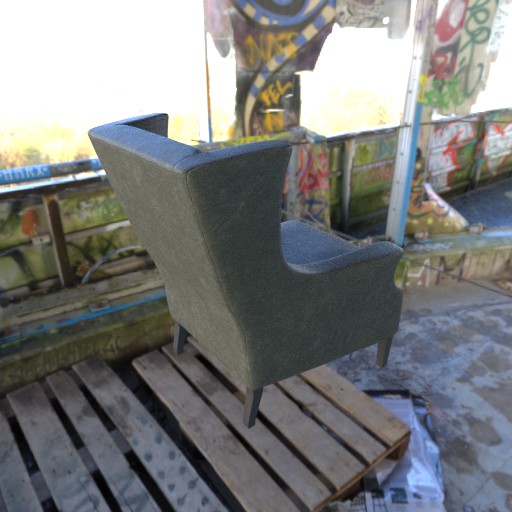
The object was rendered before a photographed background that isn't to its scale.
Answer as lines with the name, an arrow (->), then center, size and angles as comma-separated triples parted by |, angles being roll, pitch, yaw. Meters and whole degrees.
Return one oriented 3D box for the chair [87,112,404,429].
chair -> 0.000, 0.000, 1.700 | 0.926, 1.016, 0.853 | -18, 31, -33
